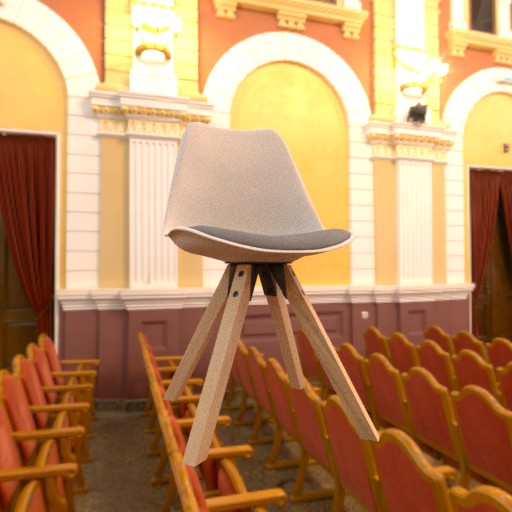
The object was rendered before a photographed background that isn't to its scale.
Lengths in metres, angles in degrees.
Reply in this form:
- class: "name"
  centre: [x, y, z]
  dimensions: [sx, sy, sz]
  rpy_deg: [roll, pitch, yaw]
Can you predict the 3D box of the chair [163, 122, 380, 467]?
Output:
- class: "chair"
  centre: [0.000, 0.000, 1.193]
  dimensions: [0.485, 0.850, 0.550]
  rpy_deg: [0, -1, -17]
